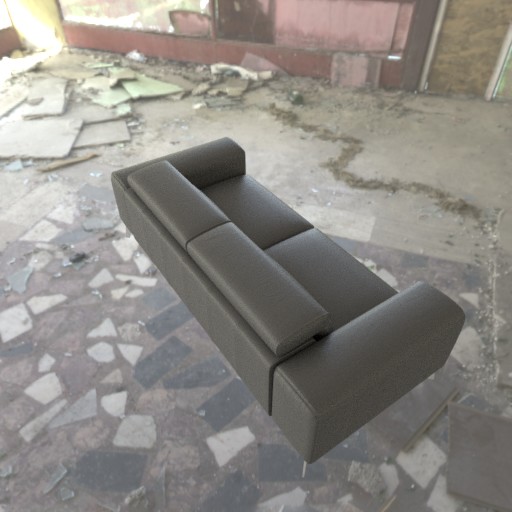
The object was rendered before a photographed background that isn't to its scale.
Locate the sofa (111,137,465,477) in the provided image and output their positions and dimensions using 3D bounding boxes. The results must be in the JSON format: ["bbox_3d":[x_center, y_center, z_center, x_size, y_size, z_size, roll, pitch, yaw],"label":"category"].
[{"bbox_3d":[0.000,0.000,2.841,1.023,0.759,2.321,-25,47,-25],"label":"sofa"}]
